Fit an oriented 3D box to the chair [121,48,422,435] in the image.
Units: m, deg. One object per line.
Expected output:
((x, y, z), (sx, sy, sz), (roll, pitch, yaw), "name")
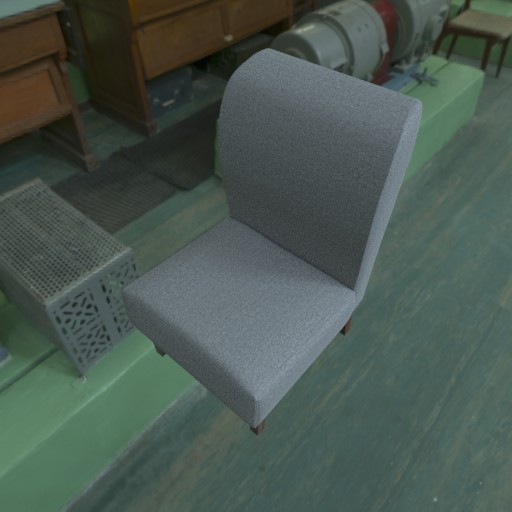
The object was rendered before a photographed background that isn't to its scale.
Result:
((0.000, 0.000, 1.177), (0.513, 0.804, 0.592), (31, 54, 26), "chair")
